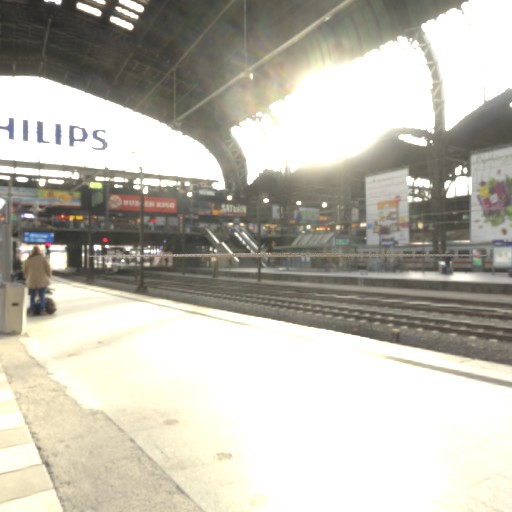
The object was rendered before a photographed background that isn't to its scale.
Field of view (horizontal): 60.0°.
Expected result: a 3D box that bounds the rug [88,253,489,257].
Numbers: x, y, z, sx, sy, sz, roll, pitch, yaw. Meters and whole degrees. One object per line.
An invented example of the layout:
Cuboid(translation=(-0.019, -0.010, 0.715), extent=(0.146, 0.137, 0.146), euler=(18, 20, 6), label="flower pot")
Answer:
Cuboid(translation=(0.000, 0.000, 2.327), extent=(1.217, 0.005, 1.818), euler=(0, 0, -36), label="rug")
